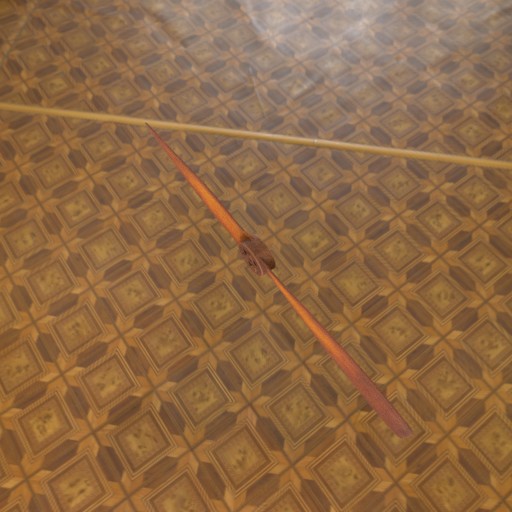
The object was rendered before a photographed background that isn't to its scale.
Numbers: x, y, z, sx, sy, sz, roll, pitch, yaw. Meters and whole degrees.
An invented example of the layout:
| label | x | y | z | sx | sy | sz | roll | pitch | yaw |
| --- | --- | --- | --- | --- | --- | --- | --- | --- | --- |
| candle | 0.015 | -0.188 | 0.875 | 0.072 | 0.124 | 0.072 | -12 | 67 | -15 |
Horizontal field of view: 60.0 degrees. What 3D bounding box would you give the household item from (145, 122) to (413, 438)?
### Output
| label | x | y | z | sx | sy | sz | roll | pitch | yaw |
| --- | --- | --- | --- | --- | --- | --- | --- | --- | --- |
| household item | 0.000 | 0.000 | 1.244 | 0.051 | 0.121 | 1.181 | -34 | 68 | -16 |
